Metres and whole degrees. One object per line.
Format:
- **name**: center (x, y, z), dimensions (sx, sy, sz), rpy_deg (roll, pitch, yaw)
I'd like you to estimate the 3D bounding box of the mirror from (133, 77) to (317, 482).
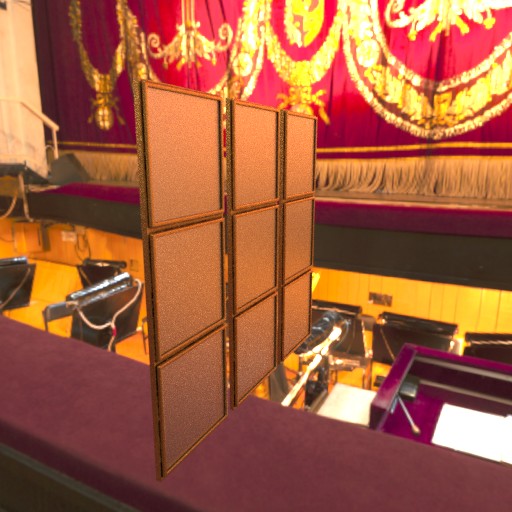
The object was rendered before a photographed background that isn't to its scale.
- **mirror**: center (0.000, 0.000, 1.414), dimensions (0.023, 0.926, 1.011), rpy_deg (7, 14, 27)
